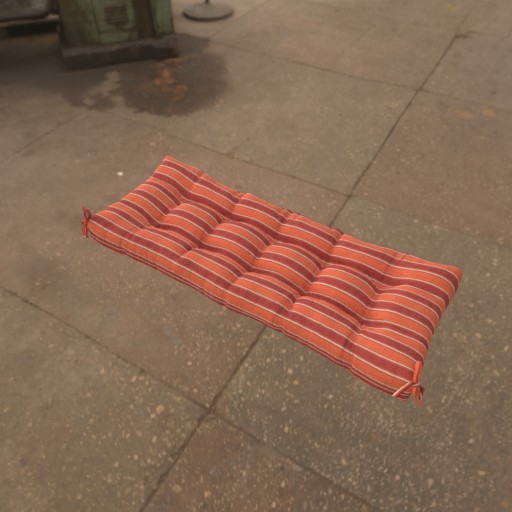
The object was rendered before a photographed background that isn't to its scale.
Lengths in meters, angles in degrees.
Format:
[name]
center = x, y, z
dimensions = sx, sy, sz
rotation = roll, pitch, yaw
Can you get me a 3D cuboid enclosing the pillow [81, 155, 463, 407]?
[pillow]
center = 0.000, 0.000, 1.384
dimensions = 1.194, 0.174, 0.511
rotation = 24, 51, 21
